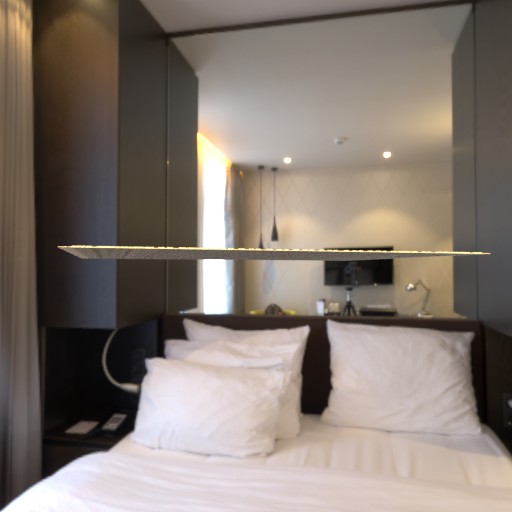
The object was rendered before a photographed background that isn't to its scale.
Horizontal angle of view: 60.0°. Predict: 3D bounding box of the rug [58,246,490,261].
[{"bbox_3d":[0.000,0.000,2.038,1.556,0.006,1.146,1,-2,-18],"label":"rug"}]
